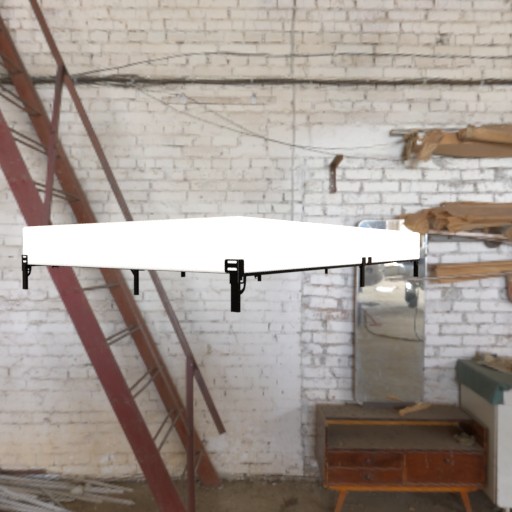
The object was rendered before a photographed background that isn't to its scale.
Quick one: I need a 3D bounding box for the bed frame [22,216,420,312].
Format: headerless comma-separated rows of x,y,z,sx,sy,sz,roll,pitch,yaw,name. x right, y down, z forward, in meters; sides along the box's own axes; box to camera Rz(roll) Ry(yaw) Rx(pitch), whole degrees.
0.000,0.000,3.776,1.930,0.440,2.987,1,1,35,bed frame
